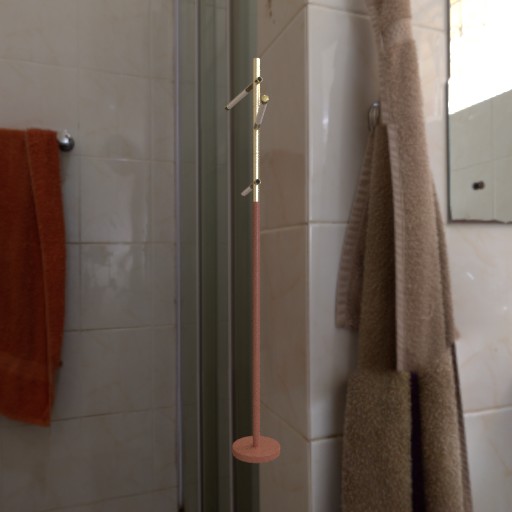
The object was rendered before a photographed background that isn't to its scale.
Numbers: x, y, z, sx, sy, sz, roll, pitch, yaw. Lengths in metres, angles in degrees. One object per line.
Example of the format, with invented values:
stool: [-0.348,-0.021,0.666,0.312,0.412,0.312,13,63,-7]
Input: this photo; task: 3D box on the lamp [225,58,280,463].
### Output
lamp: [0.000,0.000,1.929,0.209,1.704,0.737,0,0,-18]
